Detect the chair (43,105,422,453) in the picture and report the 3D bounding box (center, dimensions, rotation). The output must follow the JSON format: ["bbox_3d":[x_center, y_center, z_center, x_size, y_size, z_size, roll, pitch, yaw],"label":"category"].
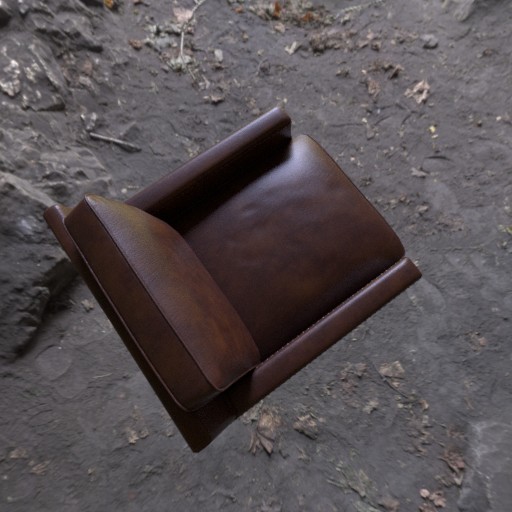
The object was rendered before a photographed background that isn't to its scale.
[{"bbox_3d":[0.000,0.000,1.661,1.014,0.929,0.853,-35,78,-9],"label":"chair"}]
